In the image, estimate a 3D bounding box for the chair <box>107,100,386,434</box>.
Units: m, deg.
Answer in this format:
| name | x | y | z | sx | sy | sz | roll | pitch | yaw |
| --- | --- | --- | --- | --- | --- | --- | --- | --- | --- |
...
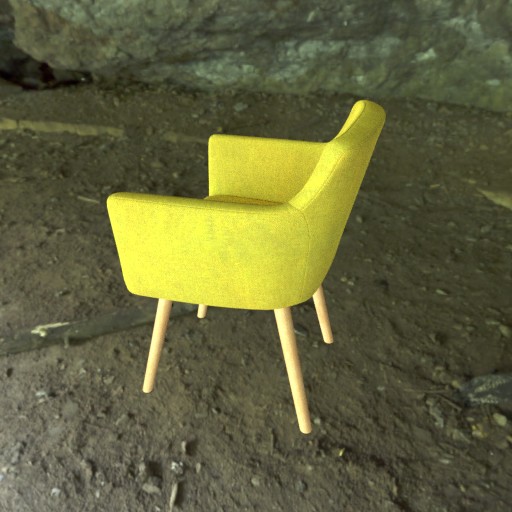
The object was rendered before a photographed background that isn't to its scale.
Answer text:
| name | x | y | z | sx | sy | sz | roll | pitch | yaw |
| --- | --- | --- | --- | --- | --- | --- | --- | --- | --- |
| chair | 0.000 | 0.000 | 1.186 | 0.570 | 0.780 | 0.570 | 9 | 30 | 15 |
